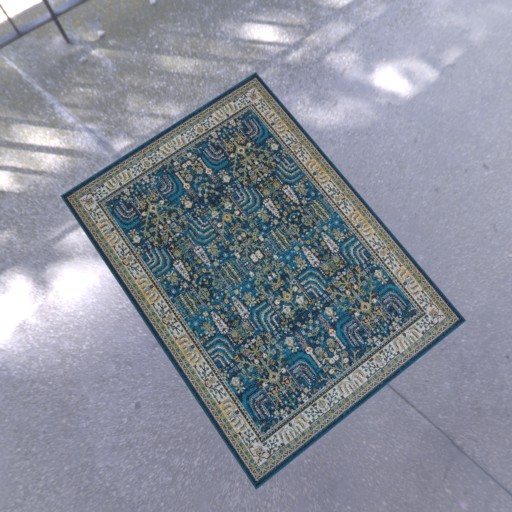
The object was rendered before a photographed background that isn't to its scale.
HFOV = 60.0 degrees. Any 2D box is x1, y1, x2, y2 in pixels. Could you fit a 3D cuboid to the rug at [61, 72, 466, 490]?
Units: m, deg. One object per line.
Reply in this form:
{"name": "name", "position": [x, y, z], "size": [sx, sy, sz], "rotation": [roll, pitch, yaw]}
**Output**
{"name": "rug", "position": [0.000, 0.000, 3.927], "size": [2.226, 0.015, 3.044], "rotation": [-35, 78, -8]}
